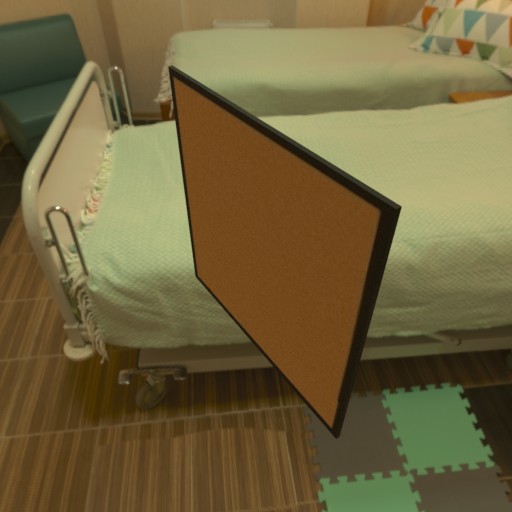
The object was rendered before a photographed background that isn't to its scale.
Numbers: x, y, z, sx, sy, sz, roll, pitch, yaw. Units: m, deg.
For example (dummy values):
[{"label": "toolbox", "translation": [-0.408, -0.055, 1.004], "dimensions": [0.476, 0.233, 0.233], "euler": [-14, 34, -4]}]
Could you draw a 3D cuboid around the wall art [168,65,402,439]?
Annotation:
[{"label": "wall art", "translation": [0.000, 0.000, 1.264], "dimensions": [0.013, 0.823, 0.823], "euler": [-26, 48, -25]}]
